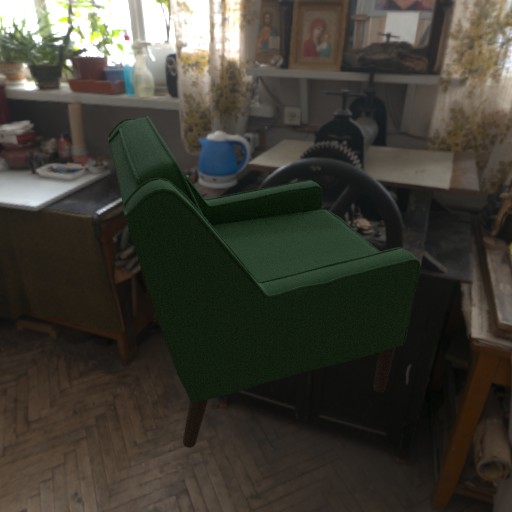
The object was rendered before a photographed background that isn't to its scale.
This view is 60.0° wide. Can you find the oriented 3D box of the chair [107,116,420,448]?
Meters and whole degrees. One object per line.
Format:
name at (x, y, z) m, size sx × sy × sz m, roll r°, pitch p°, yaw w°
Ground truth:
chair at (0.000, 0.000, 1.359) m, size 0.743 × 0.792 × 0.663 m, roll -10°, pitch 31°, yaw -17°
